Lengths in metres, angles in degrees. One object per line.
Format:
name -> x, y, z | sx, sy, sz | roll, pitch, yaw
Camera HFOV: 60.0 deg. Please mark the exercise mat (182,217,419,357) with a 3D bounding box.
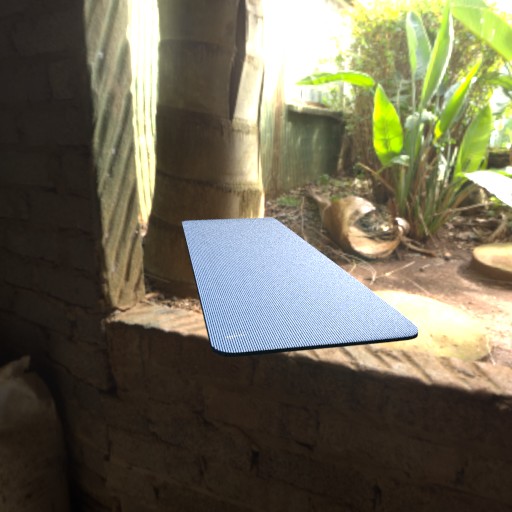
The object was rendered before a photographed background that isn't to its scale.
exercise mat -> 0.000, 0.000, 2.097 | 0.616, 0.021, 1.869 | -3, 16, -11
